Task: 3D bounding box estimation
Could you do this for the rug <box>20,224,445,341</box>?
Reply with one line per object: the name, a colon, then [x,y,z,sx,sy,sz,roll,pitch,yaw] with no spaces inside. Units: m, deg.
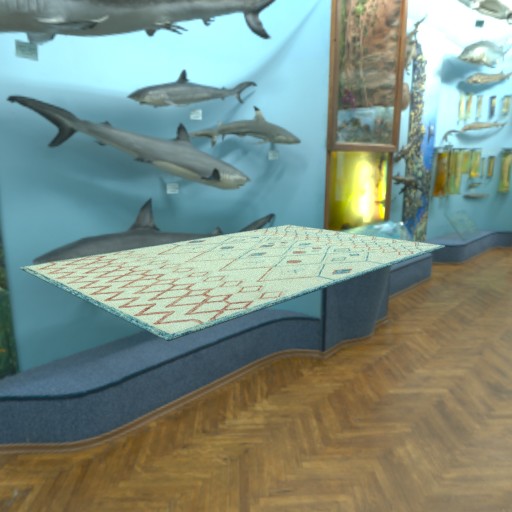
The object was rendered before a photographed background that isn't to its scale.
rug: [0.000,0.000,2.946,1.524,0.015,2.438,12,17,43]
